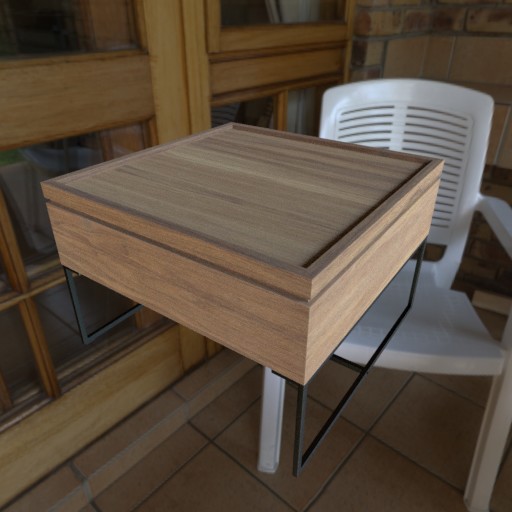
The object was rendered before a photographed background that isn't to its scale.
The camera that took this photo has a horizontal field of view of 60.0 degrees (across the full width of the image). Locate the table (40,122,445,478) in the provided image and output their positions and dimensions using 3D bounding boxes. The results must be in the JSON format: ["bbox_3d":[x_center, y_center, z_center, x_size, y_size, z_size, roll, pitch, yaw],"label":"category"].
[{"bbox_3d":[0.000,0.000,1.153,0.679,0.464,0.676,20,35,30],"label":"table"}]
